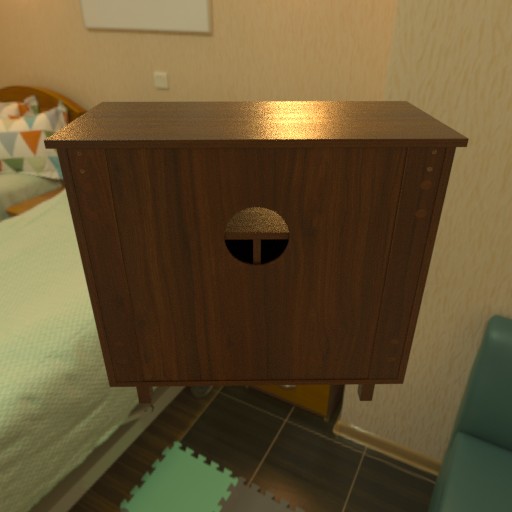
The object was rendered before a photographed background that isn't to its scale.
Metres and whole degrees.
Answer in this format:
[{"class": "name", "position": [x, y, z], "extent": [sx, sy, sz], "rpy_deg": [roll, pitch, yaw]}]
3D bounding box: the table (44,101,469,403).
[{"class": "table", "position": [0.000, 0.000, 1.183], "extent": [0.802, 0.725, 0.390], "rpy_deg": [0, 29, -1]}]
